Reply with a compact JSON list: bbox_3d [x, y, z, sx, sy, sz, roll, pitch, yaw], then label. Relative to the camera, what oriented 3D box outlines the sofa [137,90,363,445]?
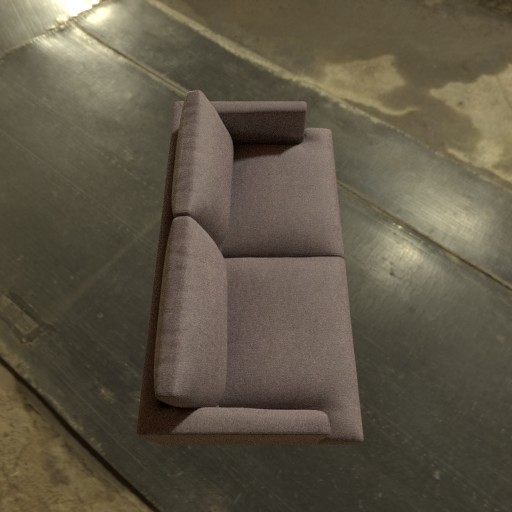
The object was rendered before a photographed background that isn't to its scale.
[{"bbox_3d":[0.000,0.000,2.497,1.020,0.868,1.948,0,63,0],"label":"sofa"}]
